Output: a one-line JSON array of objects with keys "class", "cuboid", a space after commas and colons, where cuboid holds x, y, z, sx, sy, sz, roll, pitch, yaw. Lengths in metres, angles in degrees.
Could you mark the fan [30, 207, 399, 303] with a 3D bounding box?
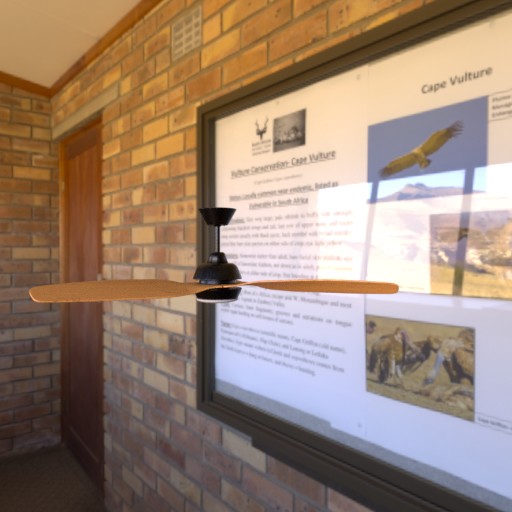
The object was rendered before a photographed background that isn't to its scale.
[{"class": "fan", "cuboid": [0.000, 0.000, 1.645, 1.010, 0.355, 1.142, 0, 1, 18]}]
